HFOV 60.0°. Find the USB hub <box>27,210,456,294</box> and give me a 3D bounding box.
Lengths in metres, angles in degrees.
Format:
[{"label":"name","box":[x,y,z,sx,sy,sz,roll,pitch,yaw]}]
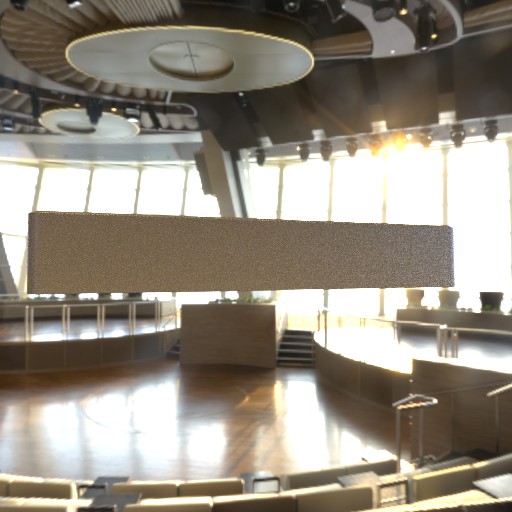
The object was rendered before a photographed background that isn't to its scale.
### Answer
[{"label":"USB hub","box":[0.000,0.000,0.162,0.145,0.023,0.044,0,-2,-18]}]
